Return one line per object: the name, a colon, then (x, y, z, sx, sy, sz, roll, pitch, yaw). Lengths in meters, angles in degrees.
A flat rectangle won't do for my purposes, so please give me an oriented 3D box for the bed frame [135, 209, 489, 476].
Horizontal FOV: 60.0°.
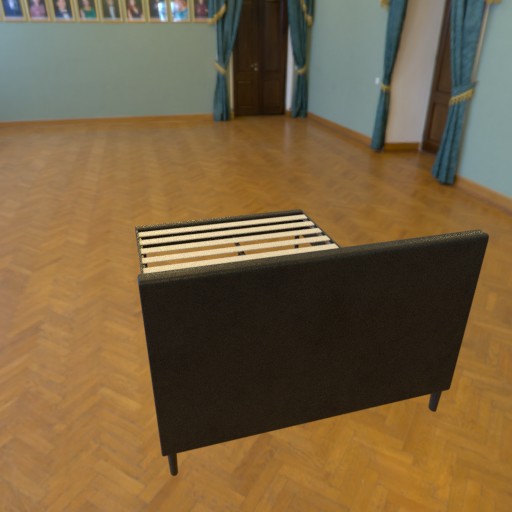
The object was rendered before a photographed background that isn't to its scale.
bed frame: (0.000, 0.000, 2.867, 1.469, 1.046, 2.152, -7, 28, -14)
